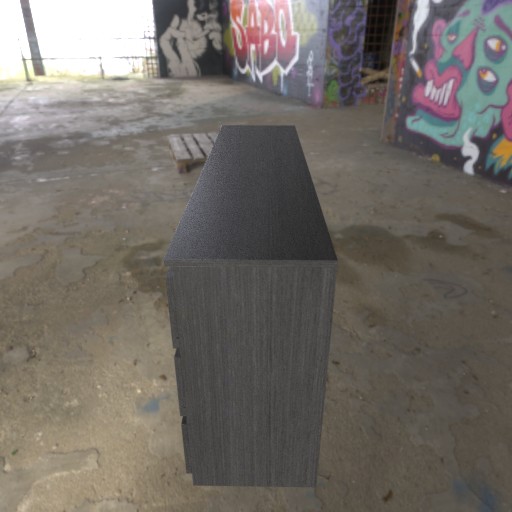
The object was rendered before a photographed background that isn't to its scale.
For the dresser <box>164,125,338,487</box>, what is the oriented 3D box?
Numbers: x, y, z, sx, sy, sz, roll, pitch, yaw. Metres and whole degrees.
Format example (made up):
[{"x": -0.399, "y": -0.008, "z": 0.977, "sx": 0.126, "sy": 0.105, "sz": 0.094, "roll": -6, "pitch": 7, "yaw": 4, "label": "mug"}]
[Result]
[{"x": 0.000, "y": 0.000, "z": 1.903, "sx": 0.400, "sy": 0.795, "sz": 1.590, "roll": 0, "pitch": 27, "yaw": 1, "label": "dresser"}]
